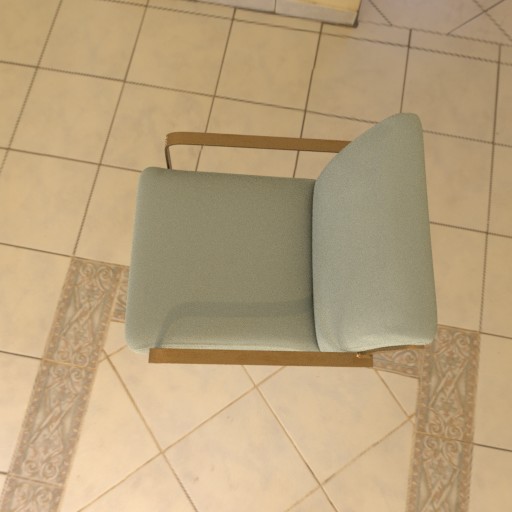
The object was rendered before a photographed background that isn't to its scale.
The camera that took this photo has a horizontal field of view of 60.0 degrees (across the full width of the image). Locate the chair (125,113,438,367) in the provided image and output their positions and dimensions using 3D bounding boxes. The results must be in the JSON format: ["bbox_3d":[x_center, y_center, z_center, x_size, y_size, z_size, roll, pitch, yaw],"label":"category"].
[{"bbox_3d":[0.000,0.000,1.463,0.842,0.824,0.701,1,76,0],"label":"chair"}]
